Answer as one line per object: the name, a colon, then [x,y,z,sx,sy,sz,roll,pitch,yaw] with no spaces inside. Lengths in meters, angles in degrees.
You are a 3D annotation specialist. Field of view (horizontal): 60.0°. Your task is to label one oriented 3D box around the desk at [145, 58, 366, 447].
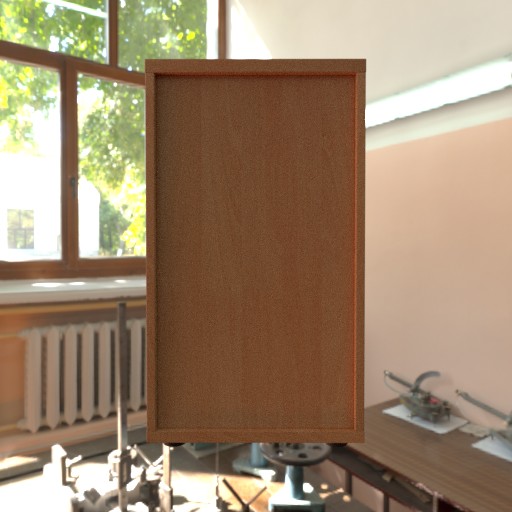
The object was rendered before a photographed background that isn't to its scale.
desk: [0.000,0.000,1.114,0.404,0.730,0.600,0,1,0]
